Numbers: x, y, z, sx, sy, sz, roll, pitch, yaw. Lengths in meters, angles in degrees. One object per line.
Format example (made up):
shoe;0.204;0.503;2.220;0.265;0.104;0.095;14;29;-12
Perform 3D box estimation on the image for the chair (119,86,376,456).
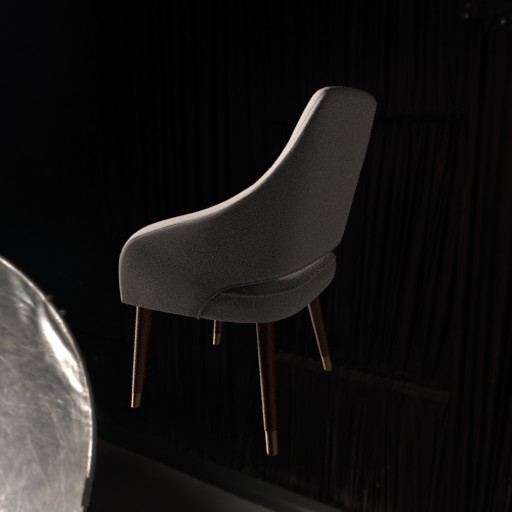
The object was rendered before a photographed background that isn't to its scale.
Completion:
chair;0.000;0.000;1.304;0.600;0.889;0.609;7;17;25
